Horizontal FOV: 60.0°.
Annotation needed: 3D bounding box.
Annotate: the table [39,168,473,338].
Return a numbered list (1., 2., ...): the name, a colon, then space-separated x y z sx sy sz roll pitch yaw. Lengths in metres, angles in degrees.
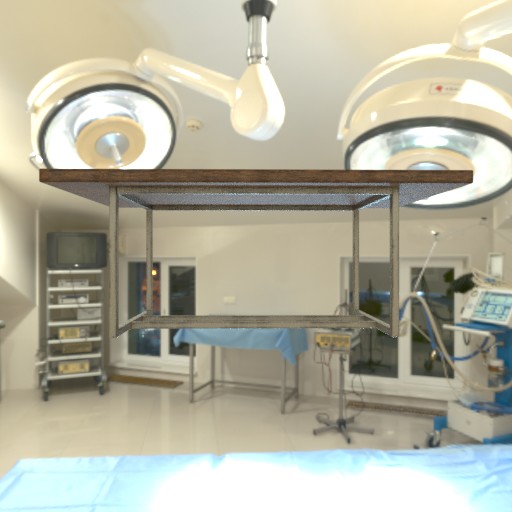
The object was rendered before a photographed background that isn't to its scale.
1. table: 0.000 0.000 2.565 1.989 0.795 1.078 0 0 -1
